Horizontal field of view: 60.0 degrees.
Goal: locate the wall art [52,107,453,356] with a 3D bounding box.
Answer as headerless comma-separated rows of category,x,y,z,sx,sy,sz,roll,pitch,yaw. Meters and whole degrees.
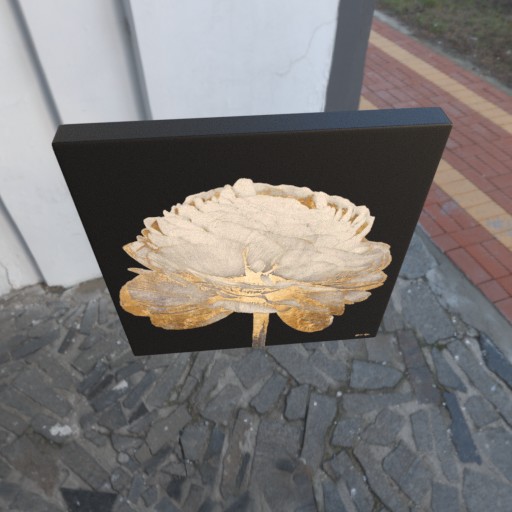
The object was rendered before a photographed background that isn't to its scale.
wall art,0.000,0.000,0.606,0.406,0.407,0.041,-4,47,-4
